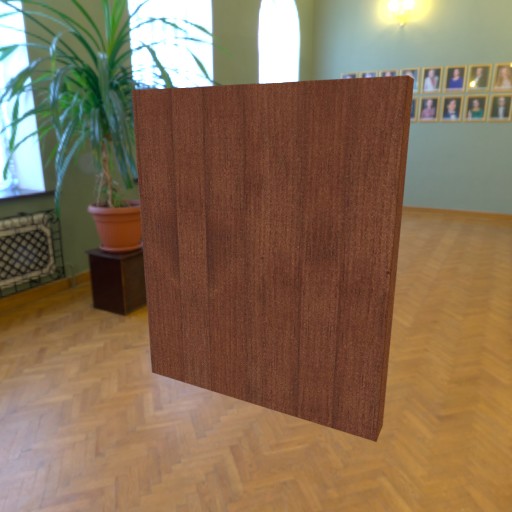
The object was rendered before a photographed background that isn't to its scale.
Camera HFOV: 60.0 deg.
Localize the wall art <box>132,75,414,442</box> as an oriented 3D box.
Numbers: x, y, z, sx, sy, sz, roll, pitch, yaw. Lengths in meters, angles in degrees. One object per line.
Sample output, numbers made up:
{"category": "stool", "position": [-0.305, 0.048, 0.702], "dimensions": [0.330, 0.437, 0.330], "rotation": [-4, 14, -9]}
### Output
{"category": "wall art", "position": [0.000, 0.000, 0.622], "dimensions": [0.377, 0.449, 0.039], "rotation": [8, 18, 26]}
